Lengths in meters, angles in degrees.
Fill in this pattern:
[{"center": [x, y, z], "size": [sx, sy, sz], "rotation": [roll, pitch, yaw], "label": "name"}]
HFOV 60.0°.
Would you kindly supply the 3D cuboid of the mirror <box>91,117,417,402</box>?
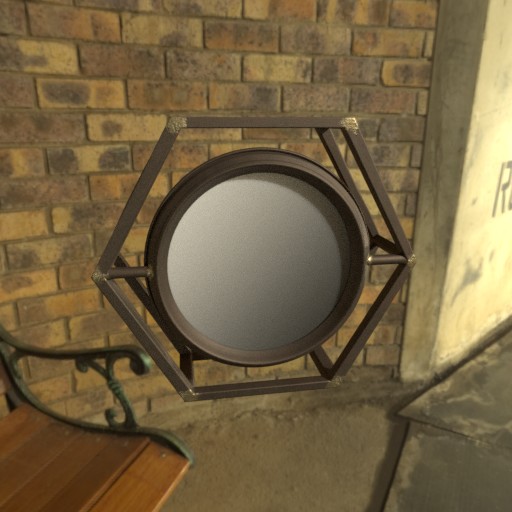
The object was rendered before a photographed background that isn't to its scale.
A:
[{"center": [0.000, 0.000, 0.561], "size": [0.380, 0.334, 0.119], "rotation": [-3, 17, -9], "label": "mirror"}]
